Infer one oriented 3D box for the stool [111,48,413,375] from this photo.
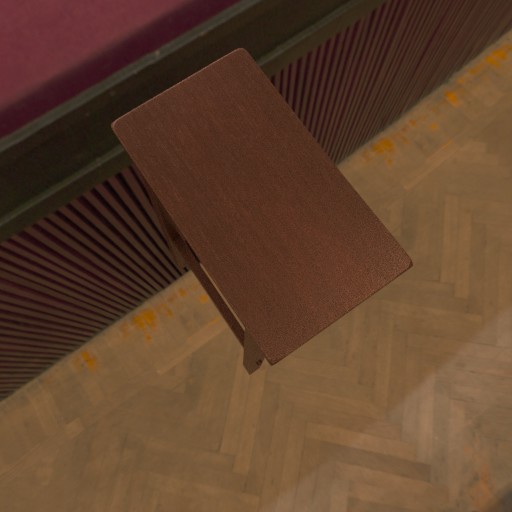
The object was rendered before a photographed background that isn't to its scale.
[{"bbox_3d":[0.000,0.000,0.964,0.322,0.742,0.406,-34,79,-8],"label":"stool"}]
